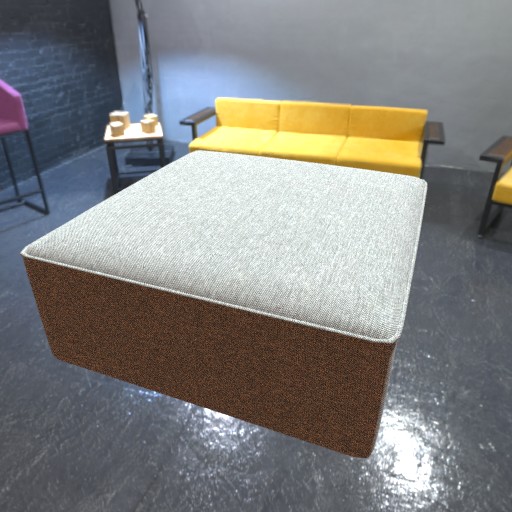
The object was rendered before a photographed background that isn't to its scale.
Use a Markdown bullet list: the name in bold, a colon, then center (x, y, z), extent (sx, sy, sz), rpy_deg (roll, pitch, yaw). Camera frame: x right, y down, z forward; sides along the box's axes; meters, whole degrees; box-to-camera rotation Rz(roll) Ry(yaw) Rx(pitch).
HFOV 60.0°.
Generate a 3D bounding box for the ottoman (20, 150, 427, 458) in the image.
- **ottoman**: center (0.000, 0.000, 1.513), extent (1.005, 0.455, 1.005), rpy_deg (11, 32, 19)
